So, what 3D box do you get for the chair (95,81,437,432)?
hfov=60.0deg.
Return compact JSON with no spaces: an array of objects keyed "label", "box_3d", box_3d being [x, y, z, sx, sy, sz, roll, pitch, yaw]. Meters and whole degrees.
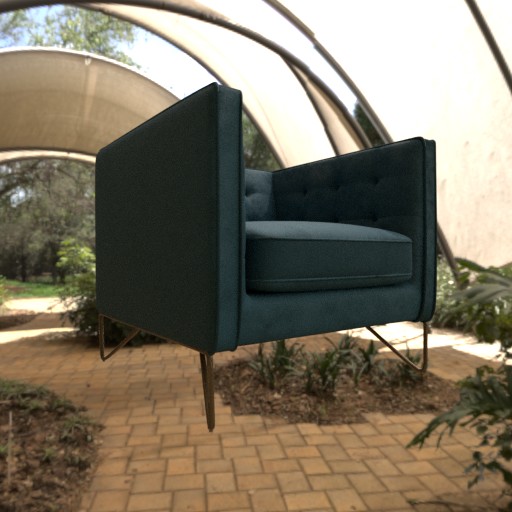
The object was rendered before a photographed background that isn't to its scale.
[{"label":"chair","box_3d":[0.000,0.000,1.557,0.880,0.790,0.894,0,0,-36]}]
